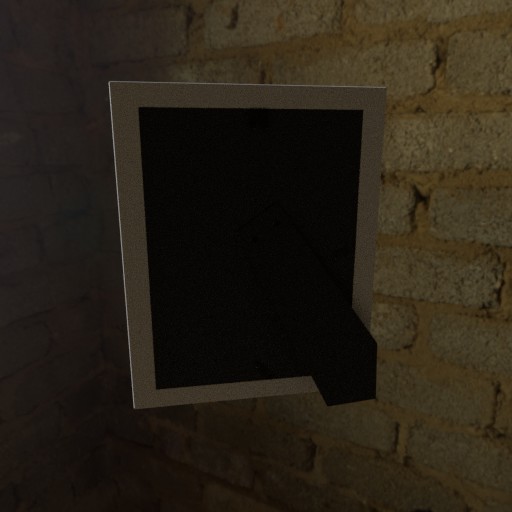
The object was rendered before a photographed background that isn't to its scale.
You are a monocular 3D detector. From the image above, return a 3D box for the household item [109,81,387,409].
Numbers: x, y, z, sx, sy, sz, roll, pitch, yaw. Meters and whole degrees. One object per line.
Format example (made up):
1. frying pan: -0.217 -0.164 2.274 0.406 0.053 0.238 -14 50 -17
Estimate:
1. household item: 0.000 0.000 0.343 0.200 0.250 0.045 -2 15 -10
